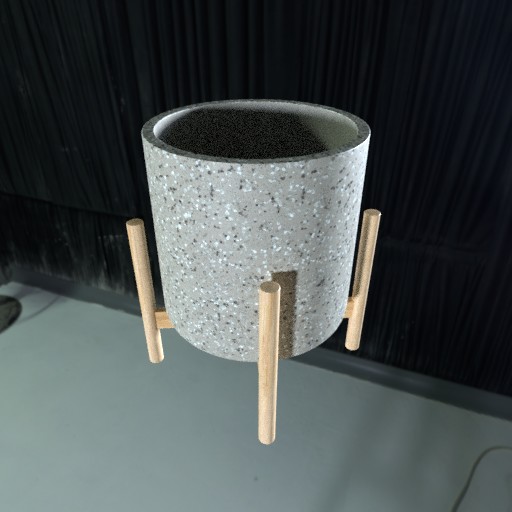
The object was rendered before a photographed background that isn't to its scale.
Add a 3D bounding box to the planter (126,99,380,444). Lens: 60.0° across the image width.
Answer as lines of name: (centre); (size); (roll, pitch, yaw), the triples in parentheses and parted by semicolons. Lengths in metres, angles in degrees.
planter: (0.000, 0.000, 0.711); (0.360, 0.419, 0.360); (9, 33, 15)
